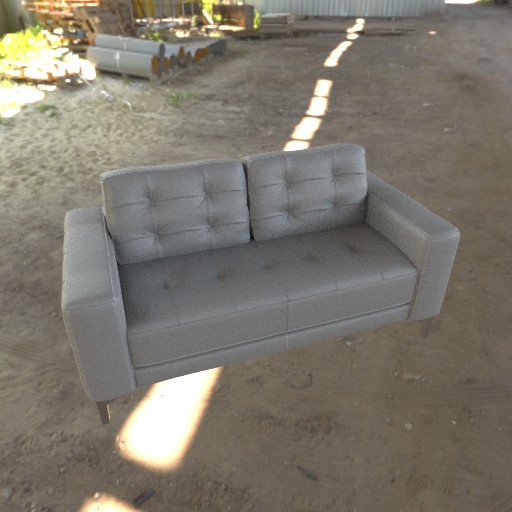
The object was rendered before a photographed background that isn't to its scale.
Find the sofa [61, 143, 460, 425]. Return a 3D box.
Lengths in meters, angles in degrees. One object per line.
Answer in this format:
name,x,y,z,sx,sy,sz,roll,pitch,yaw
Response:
sofa,0.000,0.000,2.178,1.726,0.892,0.833,-10,33,-16
